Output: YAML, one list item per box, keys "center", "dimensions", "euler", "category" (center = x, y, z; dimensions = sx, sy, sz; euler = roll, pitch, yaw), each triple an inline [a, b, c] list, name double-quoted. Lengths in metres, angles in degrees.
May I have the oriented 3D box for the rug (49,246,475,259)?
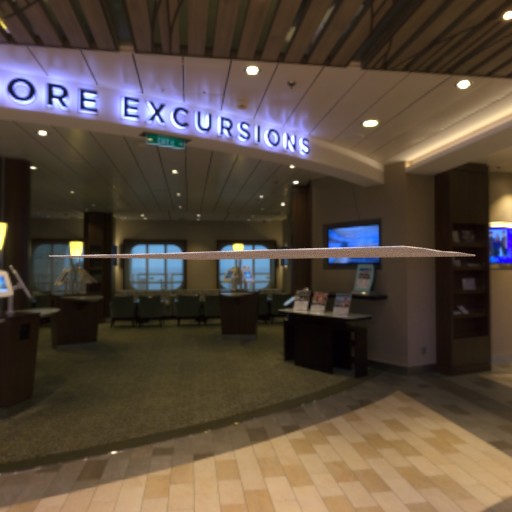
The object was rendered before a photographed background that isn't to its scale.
- center: [0.000, 0.000, 2.986]
  dimensions: [2.442, 0.016, 1.527]
  euler: [-1, -2, 35]
  category: "rug"
